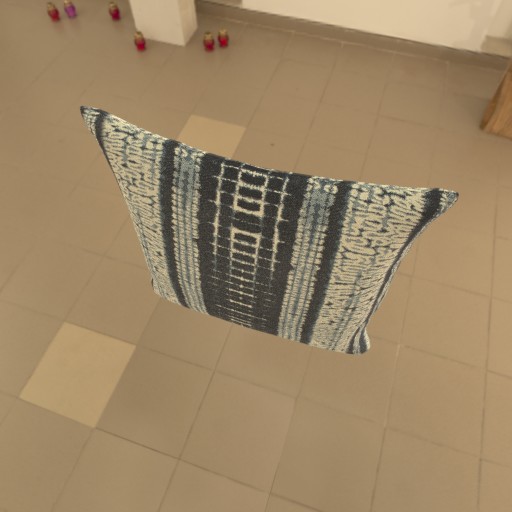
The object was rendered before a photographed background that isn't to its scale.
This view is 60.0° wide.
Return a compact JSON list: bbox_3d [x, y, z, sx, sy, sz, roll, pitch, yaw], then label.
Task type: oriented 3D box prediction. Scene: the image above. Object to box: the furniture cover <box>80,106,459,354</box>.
[{"bbox_3d":[0.000,0.000,0.654,0.425,0.435,0.133,16,59,10],"label":"furniture cover"}]
